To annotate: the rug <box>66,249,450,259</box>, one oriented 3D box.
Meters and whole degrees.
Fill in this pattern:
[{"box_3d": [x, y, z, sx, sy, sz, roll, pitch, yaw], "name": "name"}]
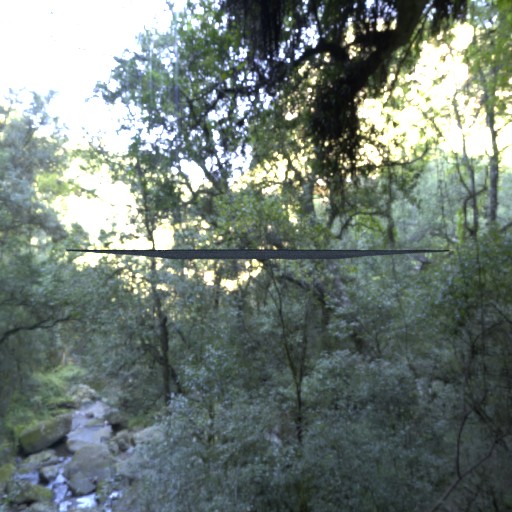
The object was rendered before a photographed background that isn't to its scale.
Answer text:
[{"box_3d": [0.000, 0.000, 2.168, 1.135, 0.010, 1.740, 0, -1, -1], "name": "rug"}]
